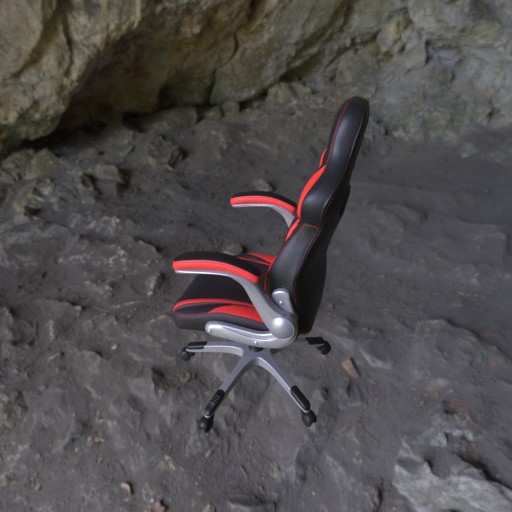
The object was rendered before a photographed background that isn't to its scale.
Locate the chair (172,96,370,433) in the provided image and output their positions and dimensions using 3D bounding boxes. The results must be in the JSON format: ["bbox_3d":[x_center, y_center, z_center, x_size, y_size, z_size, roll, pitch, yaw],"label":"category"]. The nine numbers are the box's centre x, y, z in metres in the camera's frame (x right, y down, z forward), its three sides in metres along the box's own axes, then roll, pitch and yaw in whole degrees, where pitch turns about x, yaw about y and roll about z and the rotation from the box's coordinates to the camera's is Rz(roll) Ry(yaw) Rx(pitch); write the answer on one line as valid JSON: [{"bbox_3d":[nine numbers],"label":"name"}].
[{"bbox_3d":[0.000,0.000,1.679,0.712,1.165,0.758,8,29,14],"label":"chair"}]
